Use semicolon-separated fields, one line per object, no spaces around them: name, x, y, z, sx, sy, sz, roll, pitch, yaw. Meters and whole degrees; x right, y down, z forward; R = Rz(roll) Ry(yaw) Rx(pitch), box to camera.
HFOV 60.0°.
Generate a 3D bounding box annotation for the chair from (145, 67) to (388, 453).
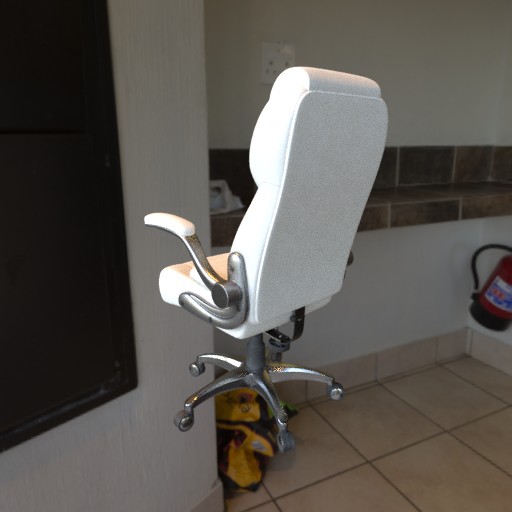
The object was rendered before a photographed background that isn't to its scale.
chair;0.000;0.000;1.795;0.755;1.330;0.806;-14;20;-43
